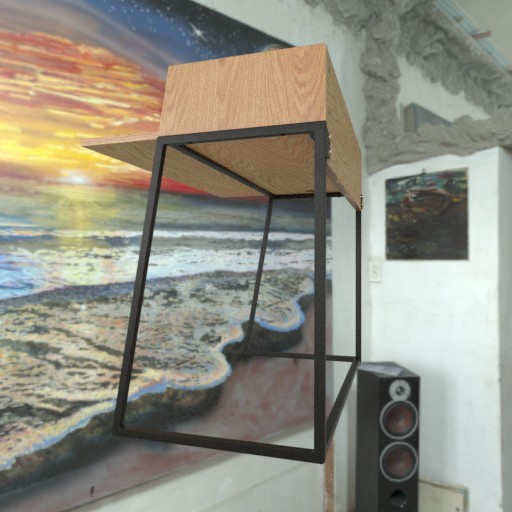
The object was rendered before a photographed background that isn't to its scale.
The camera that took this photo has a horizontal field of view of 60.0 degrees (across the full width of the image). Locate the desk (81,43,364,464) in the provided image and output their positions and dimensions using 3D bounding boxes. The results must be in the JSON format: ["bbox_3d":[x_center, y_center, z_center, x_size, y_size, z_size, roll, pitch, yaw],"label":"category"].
[{"bbox_3d":[0.000,0.000,1.792,0.769,1.061,1.191,0,-1,18],"label":"desk"}]
